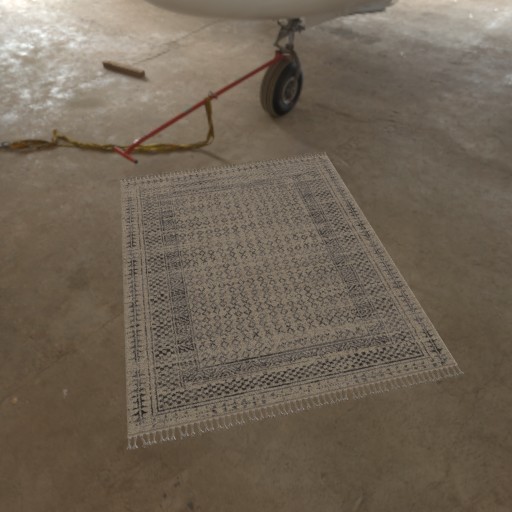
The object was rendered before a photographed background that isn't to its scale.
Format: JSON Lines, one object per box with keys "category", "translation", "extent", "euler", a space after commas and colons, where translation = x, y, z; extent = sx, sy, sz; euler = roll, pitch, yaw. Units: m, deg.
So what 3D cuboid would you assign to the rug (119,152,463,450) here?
{"category": "rug", "translation": [0.000, 0.000, 3.897], "extent": [2.312, 0.013, 2.940], "euler": [-9, 46, -9]}
